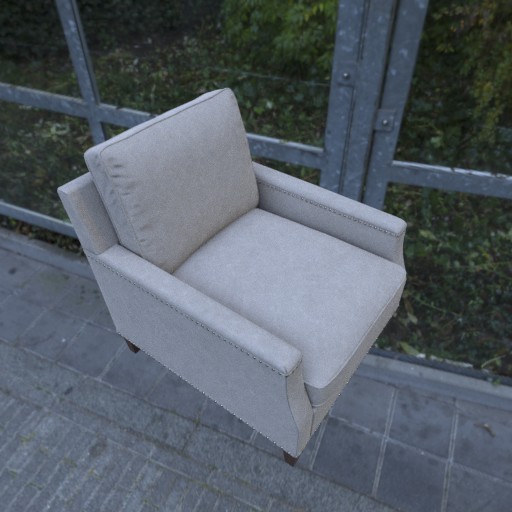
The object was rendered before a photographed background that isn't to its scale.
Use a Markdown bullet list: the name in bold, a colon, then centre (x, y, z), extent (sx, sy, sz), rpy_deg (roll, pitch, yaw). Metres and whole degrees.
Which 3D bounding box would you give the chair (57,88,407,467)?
- **chair**: centre (0.000, 0.000, 1.696), extent (1.014, 0.943, 0.853), rpy_deg (26, 48, 26)
